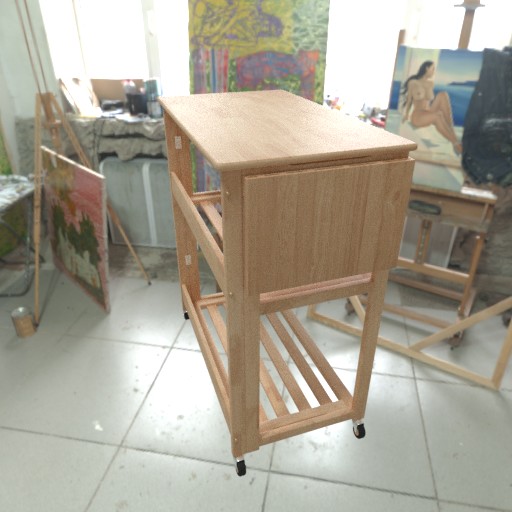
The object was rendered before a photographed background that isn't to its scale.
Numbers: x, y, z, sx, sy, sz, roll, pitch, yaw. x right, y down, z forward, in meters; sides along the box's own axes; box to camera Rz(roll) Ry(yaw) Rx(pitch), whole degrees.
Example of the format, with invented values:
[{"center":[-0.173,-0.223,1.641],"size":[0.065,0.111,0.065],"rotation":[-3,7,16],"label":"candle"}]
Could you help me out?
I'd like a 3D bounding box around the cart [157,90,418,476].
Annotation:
[{"center":[0.000,0.000,1.400],"size":[0.432,0.879,0.853],"rotation":[-10,30,-17],"label":"cart"}]
